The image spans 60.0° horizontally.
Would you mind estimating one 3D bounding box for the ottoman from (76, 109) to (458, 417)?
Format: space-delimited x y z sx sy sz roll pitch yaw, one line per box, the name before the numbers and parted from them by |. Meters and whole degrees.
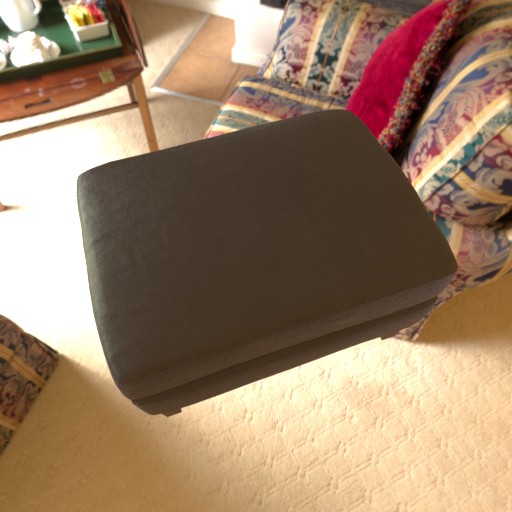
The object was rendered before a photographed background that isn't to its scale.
ottoman | 0.000 0.000 1.306 0.887 0.529 0.659 -17 59 -10
